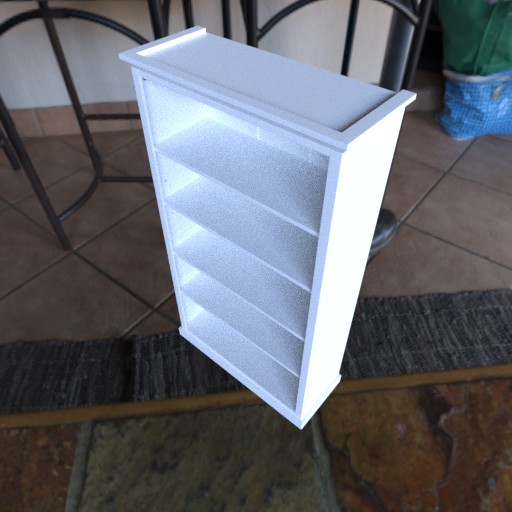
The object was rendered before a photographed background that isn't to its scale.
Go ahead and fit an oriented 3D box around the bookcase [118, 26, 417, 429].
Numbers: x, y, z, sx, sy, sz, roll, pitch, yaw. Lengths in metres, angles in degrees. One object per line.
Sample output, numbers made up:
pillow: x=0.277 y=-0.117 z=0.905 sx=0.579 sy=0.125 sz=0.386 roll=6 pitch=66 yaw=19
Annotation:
bookcase: x=0.000 y=0.000 z=2.270 sx=1.050 sy=1.880 sz=0.432 roll=31 pitch=52 yaw=27
